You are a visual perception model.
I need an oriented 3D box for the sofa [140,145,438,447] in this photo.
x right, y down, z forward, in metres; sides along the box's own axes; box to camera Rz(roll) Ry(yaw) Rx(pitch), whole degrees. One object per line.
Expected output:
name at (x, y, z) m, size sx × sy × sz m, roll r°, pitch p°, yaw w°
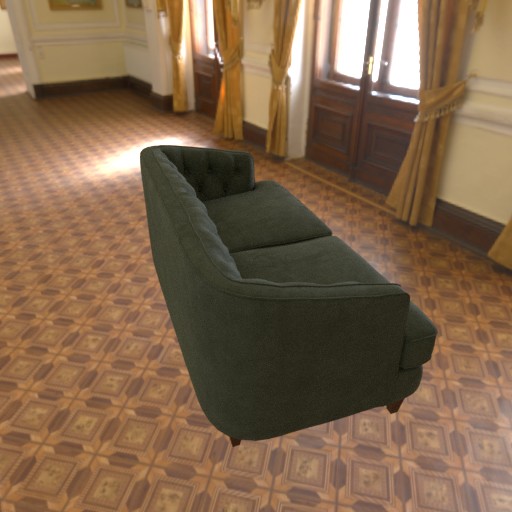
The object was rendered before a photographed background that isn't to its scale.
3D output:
sofa at (0.000, 0.000, 2.282) m, size 0.941 × 0.855 × 1.733 m, roll -11°, pitch 32°, yaw -17°
